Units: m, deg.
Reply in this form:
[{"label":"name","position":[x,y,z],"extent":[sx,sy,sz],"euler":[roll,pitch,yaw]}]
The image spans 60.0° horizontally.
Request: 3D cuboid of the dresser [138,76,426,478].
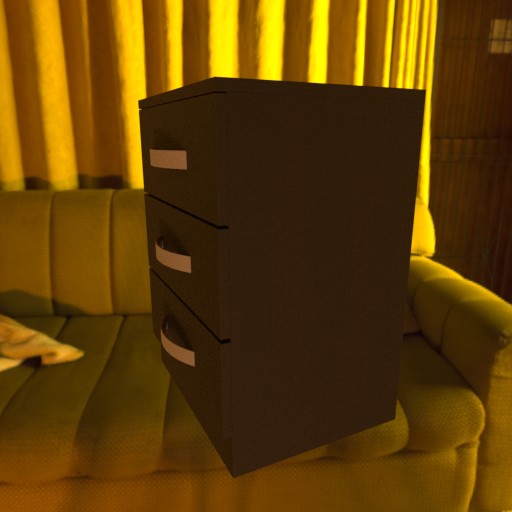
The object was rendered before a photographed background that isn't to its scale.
[{"label":"dresser","position":[0.000,0.000,0.819],"extent":[0.360,0.560,0.400],"euler":[-7,17,-26]}]
